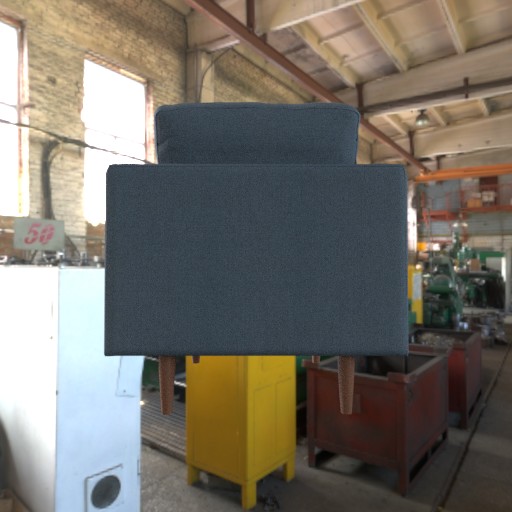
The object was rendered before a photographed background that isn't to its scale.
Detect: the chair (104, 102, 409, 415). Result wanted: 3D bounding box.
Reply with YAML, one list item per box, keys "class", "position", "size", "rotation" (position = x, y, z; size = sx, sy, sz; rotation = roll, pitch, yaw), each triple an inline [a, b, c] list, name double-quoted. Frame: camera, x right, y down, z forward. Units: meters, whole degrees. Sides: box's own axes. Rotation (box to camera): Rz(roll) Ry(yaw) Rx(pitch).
- class: "chair"
  position: [0.000, 0.000, 1.617]
  size: [0.855, 0.922, 0.820]
  rotation: [0, -1, 0]
